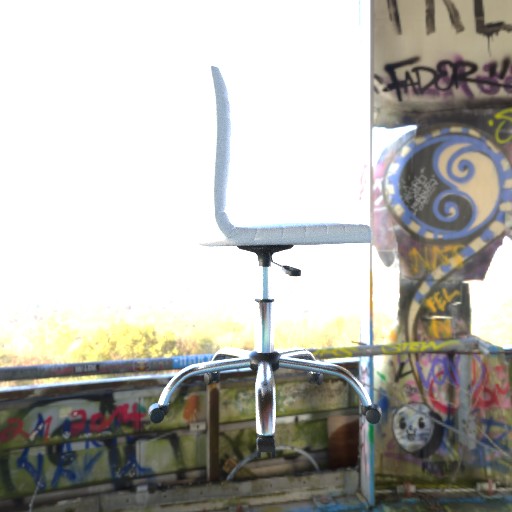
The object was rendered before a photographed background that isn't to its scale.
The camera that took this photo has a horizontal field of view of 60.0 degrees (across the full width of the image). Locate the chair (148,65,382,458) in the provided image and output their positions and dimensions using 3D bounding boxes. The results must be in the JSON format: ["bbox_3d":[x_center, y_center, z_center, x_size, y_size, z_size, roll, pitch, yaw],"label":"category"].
[{"bbox_3d":[0.000,0.000,1.121,0.530,0.780,0.556,0,0,-17],"label":"chair"}]
